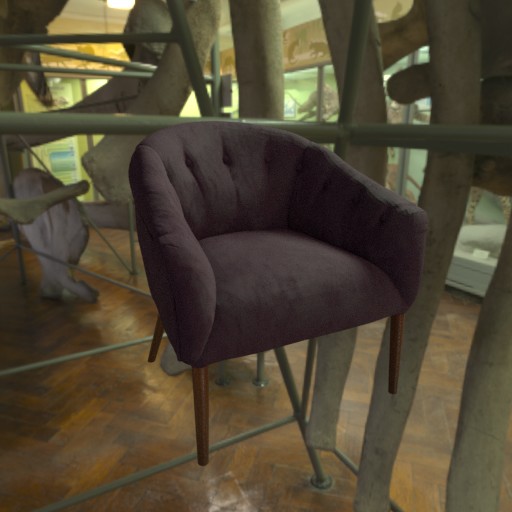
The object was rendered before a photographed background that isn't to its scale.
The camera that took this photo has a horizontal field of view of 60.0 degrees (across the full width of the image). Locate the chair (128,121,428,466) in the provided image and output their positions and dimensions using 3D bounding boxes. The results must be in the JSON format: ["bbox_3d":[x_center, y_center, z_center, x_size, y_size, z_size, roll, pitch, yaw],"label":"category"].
[{"bbox_3d":[0.000,0.000,1.511,0.851,0.885,0.776,-9,19,-27],"label":"chair"}]
